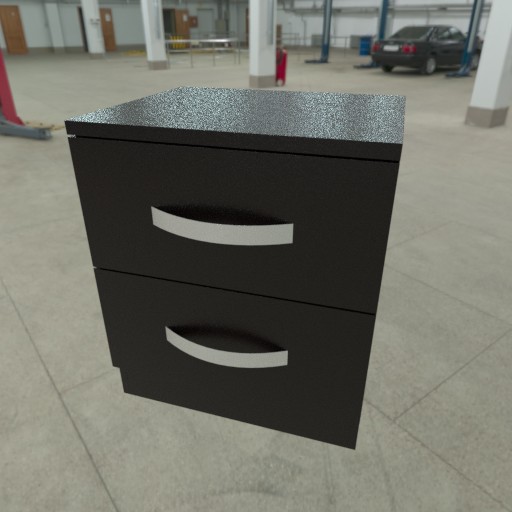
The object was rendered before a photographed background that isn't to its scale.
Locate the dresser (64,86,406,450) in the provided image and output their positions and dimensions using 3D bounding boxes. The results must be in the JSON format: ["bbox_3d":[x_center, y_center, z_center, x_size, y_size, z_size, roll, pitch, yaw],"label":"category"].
[{"bbox_3d":[0.000,0.000,0.732,0.400,0.470,0.360,8,29,15],"label":"dresser"}]
